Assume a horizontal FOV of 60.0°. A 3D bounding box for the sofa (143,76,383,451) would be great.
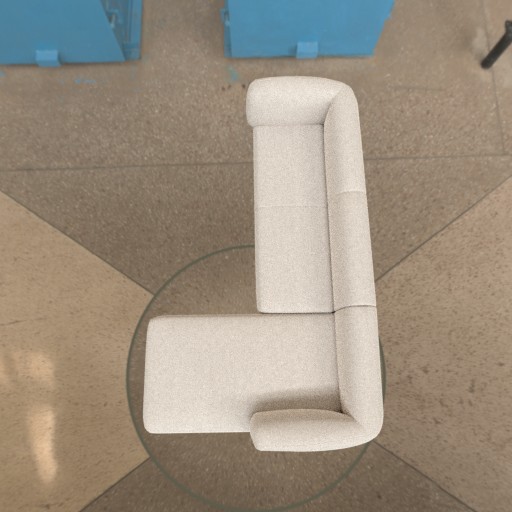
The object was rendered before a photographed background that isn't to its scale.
[{"bbox_3d":[0.000,0.000,3.358,1.610,0.730,2.660,-1,76,0],"label":"sofa"}]
